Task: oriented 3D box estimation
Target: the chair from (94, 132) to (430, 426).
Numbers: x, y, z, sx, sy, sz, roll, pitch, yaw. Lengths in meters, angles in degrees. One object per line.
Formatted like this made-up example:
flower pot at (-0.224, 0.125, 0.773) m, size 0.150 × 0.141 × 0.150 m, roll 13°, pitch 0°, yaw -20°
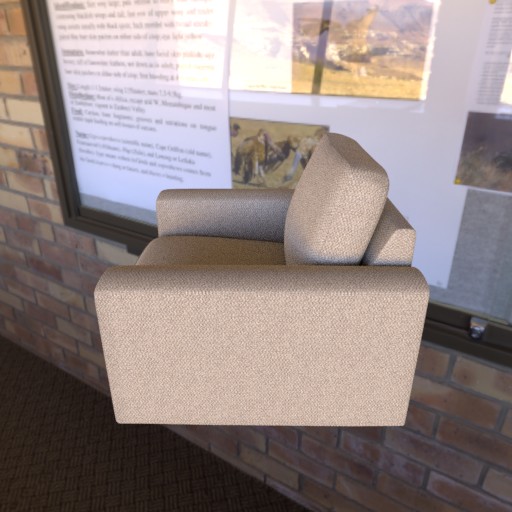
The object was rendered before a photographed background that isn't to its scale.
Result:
chair at (0.000, 0.000, 1.772) m, size 1.016 × 0.873 × 1.005 m, roll 0°, pitch 25°, yaw 1°
